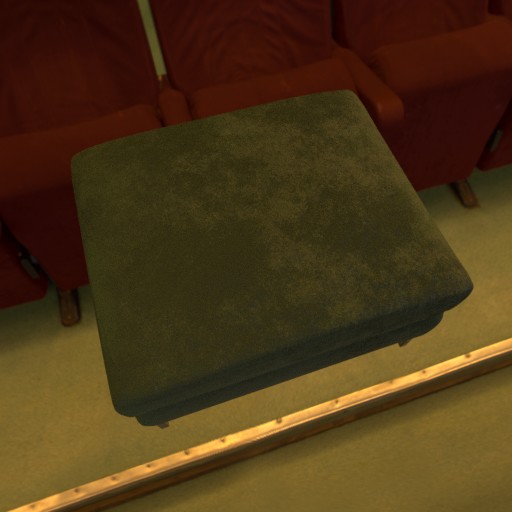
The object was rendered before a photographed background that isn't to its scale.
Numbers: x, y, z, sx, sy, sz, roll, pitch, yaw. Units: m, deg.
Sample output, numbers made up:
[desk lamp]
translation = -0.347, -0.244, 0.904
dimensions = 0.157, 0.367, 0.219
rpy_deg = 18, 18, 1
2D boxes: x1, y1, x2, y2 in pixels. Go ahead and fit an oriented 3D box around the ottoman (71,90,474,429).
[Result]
[ottoman]
translation = 0.000, 0.000, 1.273
dimensions = 0.839, 0.538, 0.701
rpy_deg = -16, 63, -8
